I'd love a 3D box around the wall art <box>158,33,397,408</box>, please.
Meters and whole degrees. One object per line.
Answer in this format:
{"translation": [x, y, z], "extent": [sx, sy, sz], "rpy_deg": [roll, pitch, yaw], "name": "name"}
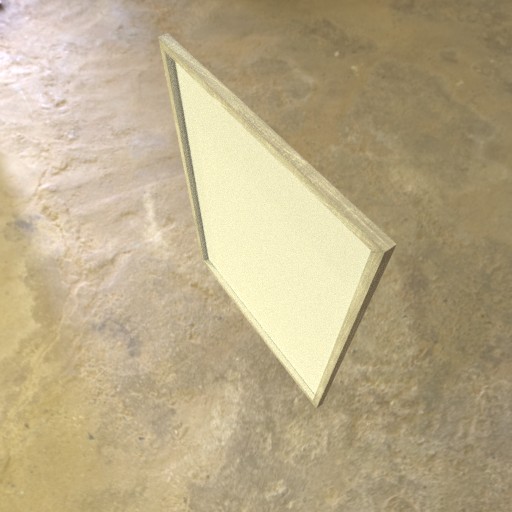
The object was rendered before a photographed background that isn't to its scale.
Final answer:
{"translation": [0.000, 0.000, 1.346], "extent": [0.035, 1.022, 0.781], "rpy_deg": [-31, 62, -19], "name": "wall art"}
